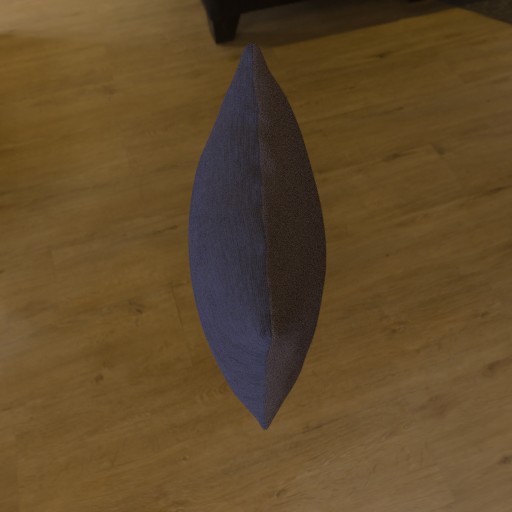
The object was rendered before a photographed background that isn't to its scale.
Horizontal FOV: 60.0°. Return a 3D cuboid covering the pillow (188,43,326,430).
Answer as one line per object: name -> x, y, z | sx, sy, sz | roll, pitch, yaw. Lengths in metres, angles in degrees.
pillow -> 0.000, 0.000, 0.704 | 0.204, 0.439, 0.452 | -2, 59, -1
